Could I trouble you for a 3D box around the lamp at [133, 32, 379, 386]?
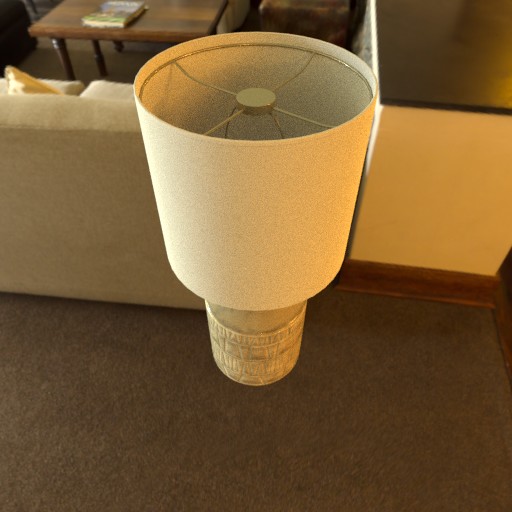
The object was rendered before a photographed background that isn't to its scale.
[{"bbox_3d":[0.000,0.000,0.552,0.211,0.455,0.211,-31,54,-26],"label":"lamp"}]
